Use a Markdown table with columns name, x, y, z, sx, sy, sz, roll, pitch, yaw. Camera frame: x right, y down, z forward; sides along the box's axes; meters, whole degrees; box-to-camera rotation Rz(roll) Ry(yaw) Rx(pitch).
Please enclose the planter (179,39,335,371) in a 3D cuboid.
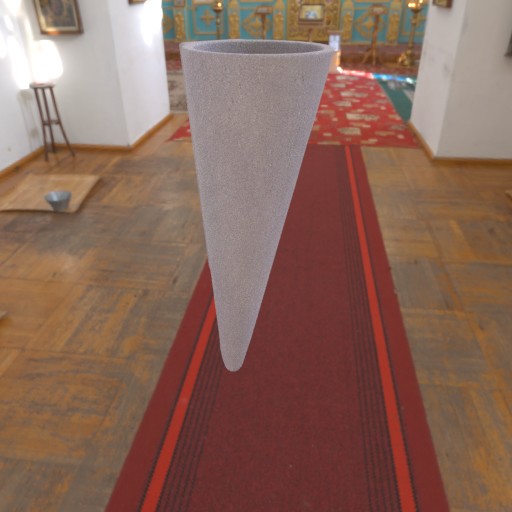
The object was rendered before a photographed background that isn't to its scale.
| name | x | y | z | sx | sy | sz | roll | pitch | yaw |
| --- | --- | --- | --- | --- | --- | --- | --- | --- | --- |
| planter | 0.000 | 0.000 | 0.301 | 0.078 | 0.259 | 0.087 | -22 | 37 | -32 |
